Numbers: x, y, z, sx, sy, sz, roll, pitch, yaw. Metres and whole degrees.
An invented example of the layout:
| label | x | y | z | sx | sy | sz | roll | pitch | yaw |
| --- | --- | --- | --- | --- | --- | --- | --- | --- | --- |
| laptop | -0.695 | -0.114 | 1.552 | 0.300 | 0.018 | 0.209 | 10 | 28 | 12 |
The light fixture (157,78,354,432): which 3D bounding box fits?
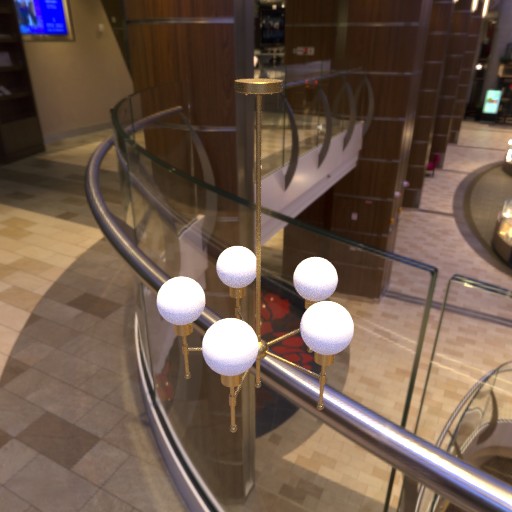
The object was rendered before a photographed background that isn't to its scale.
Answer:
| label | x | y | z | sx | sy | sz | roll | pitch | yaw |
| --- | --- | --- | --- | --- | --- | --- | --- | --- | --- |
| light fixture | 0.000 | 0.000 | 1.798 | 0.815 | 1.331 | 0.785 | -8 | 27 | -16 |
